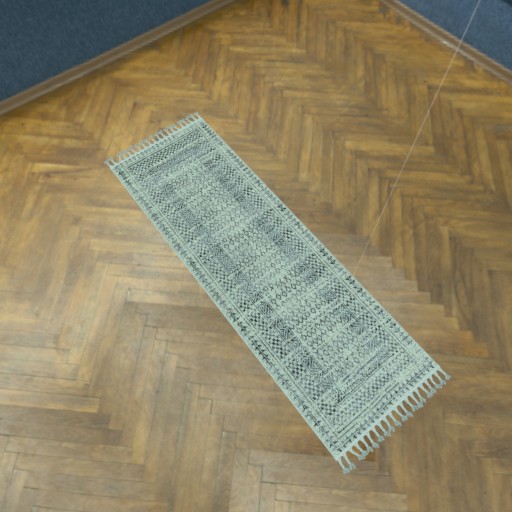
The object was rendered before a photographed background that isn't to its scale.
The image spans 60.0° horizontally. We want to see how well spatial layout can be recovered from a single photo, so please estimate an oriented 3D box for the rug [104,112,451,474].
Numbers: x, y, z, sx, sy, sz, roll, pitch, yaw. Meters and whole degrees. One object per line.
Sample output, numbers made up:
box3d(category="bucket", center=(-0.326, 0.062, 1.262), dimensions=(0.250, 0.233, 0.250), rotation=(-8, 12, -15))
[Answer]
box3d(category="rug", center=(0.000, 0.000, 2.729), dimensions=(0.786, 0.013, 2.480), rotation=(-34, 68, -16))
